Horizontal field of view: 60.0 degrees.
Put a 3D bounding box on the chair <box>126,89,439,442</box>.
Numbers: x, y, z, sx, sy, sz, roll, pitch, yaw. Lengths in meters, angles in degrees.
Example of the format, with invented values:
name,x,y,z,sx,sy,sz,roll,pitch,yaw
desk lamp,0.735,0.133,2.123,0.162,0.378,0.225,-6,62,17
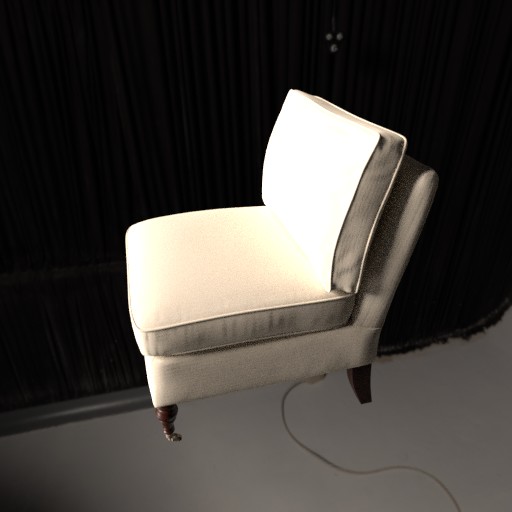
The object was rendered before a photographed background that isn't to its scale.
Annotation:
name,x,y,z,sx,sy,sz,roll,pitch,yaw
chair,0.000,0.000,1.394,0.781,0.887,0.630,-8,31,-13
